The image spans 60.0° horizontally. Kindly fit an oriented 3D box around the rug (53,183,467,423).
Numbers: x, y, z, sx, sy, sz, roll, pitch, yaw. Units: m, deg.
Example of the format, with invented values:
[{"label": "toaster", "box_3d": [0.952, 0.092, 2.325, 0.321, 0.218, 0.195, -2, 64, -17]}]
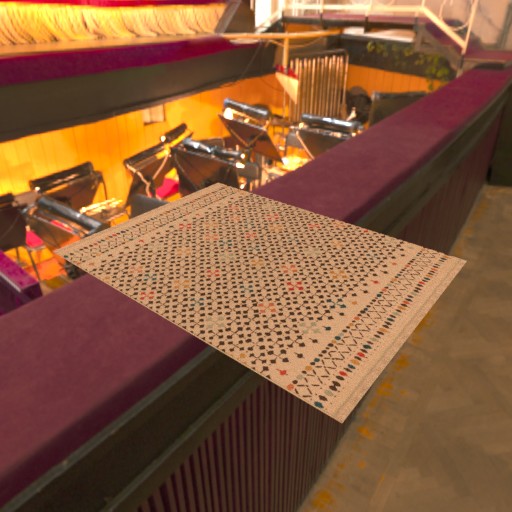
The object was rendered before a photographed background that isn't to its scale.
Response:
[{"label": "rug", "box_3d": [0.000, 0.000, 2.066, 1.556, 0.006, 1.146, 22, 37, 33]}]
